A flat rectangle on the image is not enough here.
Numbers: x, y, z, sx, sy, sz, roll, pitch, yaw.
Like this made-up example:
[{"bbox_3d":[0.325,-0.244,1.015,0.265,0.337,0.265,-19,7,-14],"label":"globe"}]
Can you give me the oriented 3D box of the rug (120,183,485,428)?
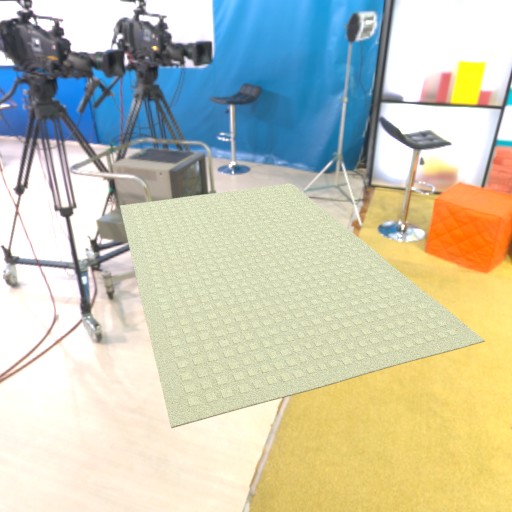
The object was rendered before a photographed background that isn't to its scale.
[{"bbox_3d":[0.000,0.000,2.154,1.143,0.006,1.747,-10,31,-17],"label":"rug"}]
